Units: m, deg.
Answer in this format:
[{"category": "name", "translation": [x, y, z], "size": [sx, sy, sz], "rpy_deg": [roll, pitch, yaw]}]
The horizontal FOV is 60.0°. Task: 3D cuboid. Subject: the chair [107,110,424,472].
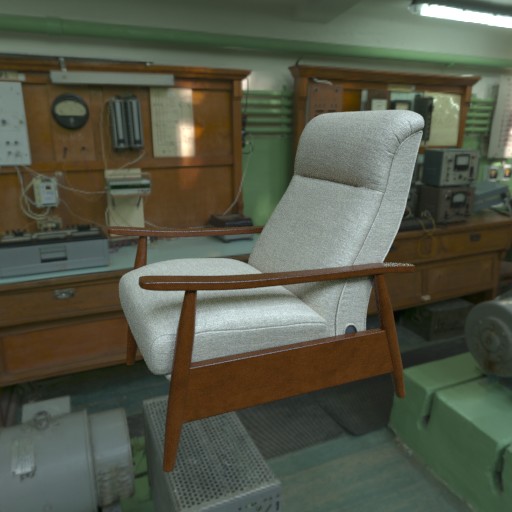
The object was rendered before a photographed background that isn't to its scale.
[{"category": "chair", "translation": [0.000, 0.000, 1.725], "size": [1.014, 1.082, 0.762], "rpy_deg": [-7, 18, -24]}]
